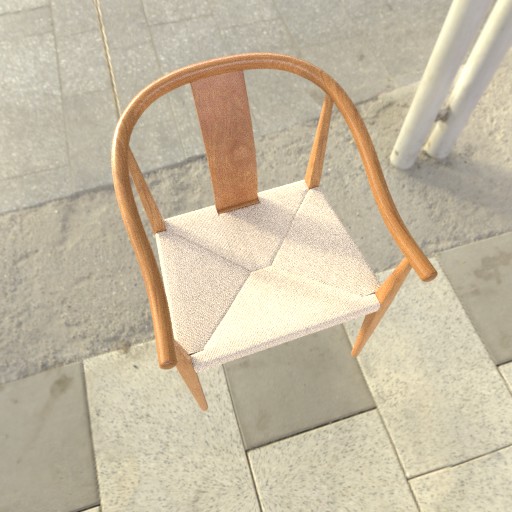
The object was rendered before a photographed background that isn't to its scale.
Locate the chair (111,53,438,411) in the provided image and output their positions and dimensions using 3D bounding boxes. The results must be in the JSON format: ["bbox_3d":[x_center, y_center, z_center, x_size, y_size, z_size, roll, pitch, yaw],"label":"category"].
[{"bbox_3d":[0.000,0.000,1.176,0.556,0.800,0.579,-17,63,-9],"label":"chair"}]
